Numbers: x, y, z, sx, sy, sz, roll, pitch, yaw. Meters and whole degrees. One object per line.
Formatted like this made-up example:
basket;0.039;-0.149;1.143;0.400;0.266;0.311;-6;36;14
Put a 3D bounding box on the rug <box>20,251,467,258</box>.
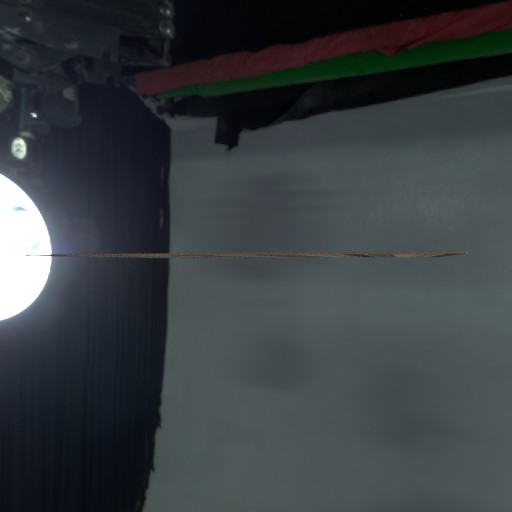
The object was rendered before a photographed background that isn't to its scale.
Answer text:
rug;0.000;0.000;2.280;1.829;0.008;1.219;0;-1;18
